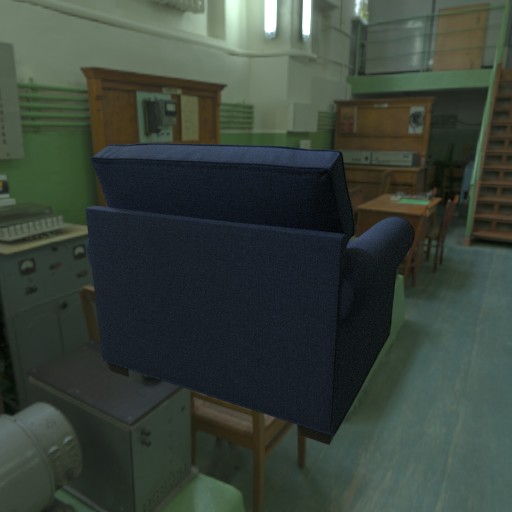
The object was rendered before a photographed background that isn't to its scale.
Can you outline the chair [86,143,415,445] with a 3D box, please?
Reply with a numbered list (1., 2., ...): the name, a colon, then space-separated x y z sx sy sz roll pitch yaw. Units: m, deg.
1. chair: 0.000 0.000 2.081 1.285 1.044 0.963 9 18 27
